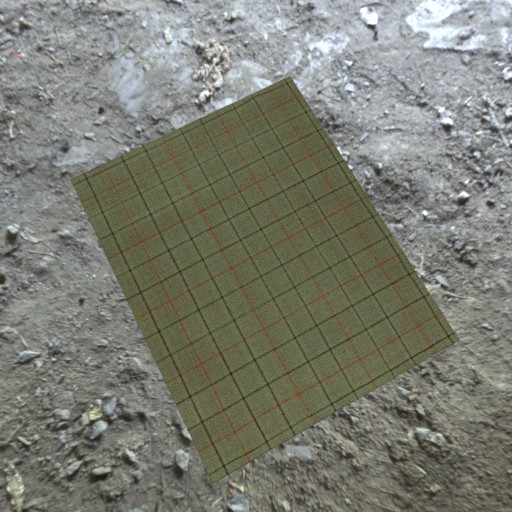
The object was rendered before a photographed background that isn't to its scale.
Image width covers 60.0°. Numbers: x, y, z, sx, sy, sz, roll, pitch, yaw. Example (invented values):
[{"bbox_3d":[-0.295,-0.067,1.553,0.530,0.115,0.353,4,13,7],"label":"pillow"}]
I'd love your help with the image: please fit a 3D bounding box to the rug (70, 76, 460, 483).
[{"bbox_3d":[0.000,0.000,4.095,2.444,0.012,3.048,-28,77,-7],"label":"rug"}]
